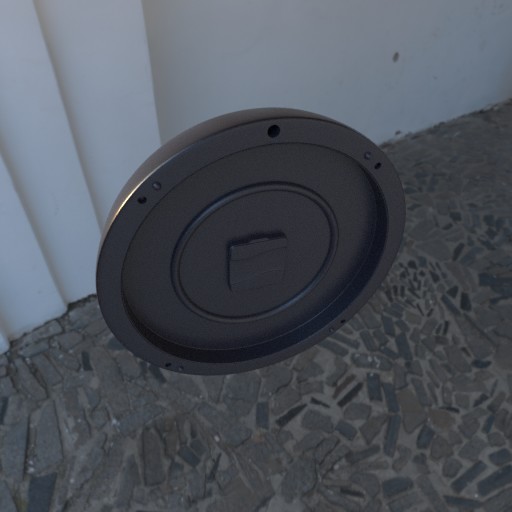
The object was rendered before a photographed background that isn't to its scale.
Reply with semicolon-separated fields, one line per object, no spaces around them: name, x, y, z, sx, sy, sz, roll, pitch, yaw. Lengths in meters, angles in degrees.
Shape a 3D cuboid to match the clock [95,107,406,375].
clock;0.000;0.000;0.436;0.300;0.300;0.060;-13;42;-14
